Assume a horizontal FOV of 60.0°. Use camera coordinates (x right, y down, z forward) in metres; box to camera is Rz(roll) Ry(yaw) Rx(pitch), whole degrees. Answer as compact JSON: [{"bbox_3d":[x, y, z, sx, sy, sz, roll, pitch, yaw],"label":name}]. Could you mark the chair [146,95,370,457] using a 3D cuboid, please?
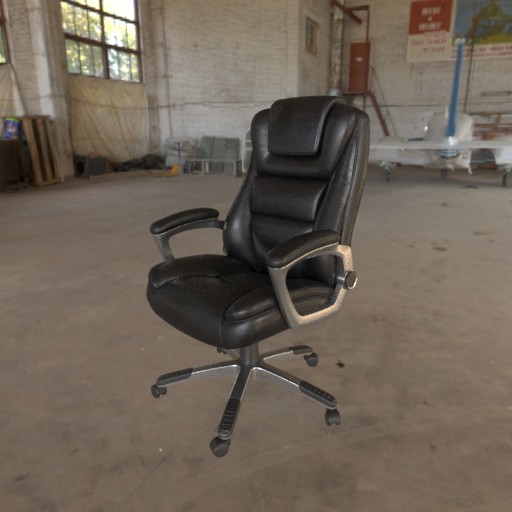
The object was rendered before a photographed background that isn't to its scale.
[{"bbox_3d":[0.000,0.000,1.536,0.697,1.075,0.689,15,22,43],"label":"chair"}]
